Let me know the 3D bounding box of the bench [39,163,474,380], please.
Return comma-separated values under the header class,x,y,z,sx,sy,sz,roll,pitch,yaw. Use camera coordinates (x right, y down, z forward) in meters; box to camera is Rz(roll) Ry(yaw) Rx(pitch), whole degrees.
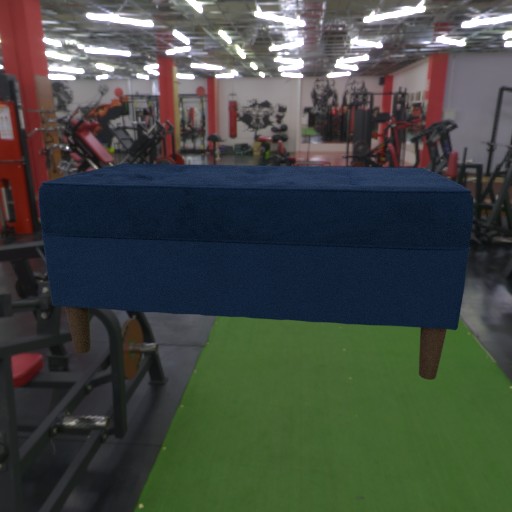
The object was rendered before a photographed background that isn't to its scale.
class,x,y,z,sx,sy,sz,roll,pitch,yaw
bench,0.000,0.000,1.271,1.010,0.467,0.489,2,17,7
